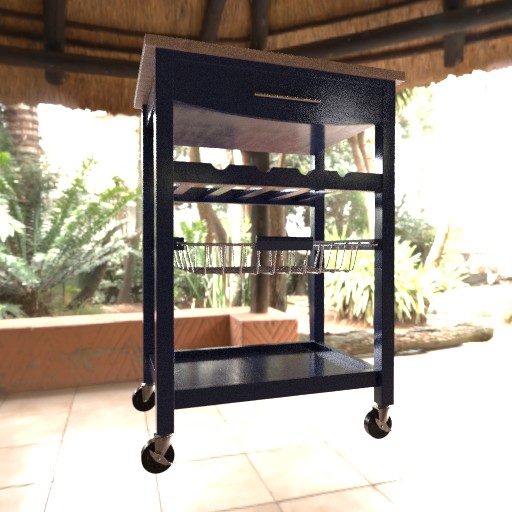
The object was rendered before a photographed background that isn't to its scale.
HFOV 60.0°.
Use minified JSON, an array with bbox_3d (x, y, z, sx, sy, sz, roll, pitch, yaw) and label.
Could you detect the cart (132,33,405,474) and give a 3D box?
[{"bbox_3d":[0.000,0.000,1.107,0.584,0.839,0.403,0,1,-18],"label":"cart"}]
